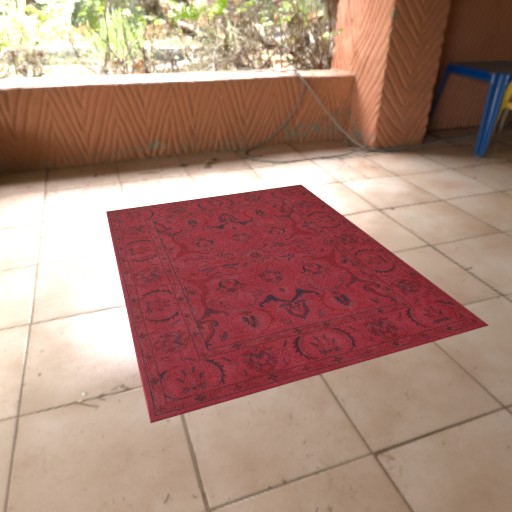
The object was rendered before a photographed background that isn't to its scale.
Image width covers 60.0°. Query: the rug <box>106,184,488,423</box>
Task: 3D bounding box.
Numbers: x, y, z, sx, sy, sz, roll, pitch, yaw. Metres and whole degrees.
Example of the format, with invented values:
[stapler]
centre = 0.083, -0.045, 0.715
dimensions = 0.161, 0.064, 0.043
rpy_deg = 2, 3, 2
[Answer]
[rug]
centre = 0.000, 0.000, 3.870
dimensions = 2.300, 0.012, 2.929
rpy_deg = -11, 31, -18
